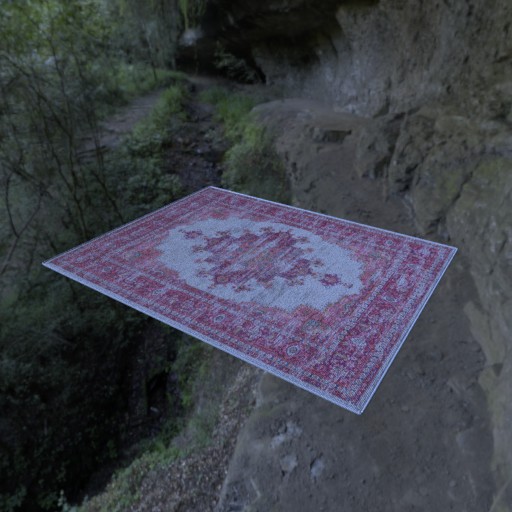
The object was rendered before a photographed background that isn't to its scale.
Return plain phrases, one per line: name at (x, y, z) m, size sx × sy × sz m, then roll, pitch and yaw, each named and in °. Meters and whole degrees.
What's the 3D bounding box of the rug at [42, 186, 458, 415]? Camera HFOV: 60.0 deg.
rug at (0.000, 0.000, 4.198) m, size 3.123 × 0.017 × 2.447 m, roll 18°, pitch 34°, yaw 29°
